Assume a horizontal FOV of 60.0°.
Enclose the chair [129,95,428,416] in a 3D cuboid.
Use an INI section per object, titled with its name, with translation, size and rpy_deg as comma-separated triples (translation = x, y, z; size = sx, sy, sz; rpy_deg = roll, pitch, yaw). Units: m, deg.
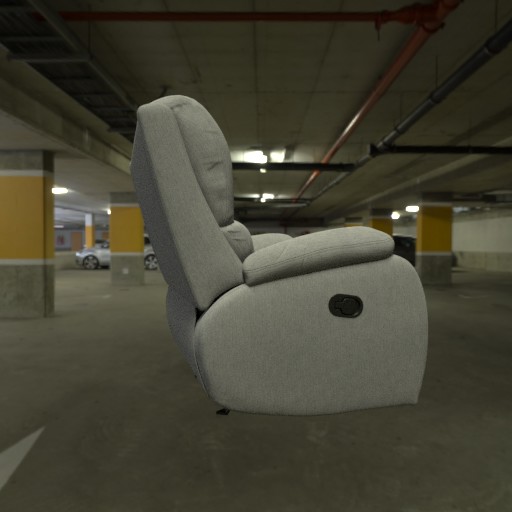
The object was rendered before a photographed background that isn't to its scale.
[chair]
translation = 0.000, 0.000, 1.681
size = 0.899, 1.011, 0.930
rpy_deg = 0, 1, -17
